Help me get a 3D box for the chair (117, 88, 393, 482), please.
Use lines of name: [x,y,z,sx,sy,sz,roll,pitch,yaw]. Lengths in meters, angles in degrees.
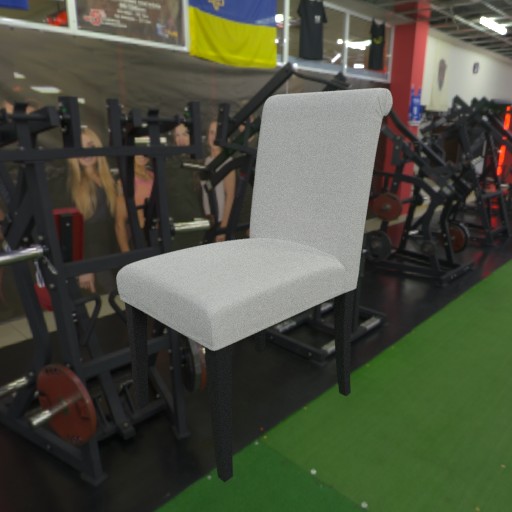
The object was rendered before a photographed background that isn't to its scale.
chair: [0.000,0.000,1.360,0.708,0.976,0.452,-15,22,-42]
